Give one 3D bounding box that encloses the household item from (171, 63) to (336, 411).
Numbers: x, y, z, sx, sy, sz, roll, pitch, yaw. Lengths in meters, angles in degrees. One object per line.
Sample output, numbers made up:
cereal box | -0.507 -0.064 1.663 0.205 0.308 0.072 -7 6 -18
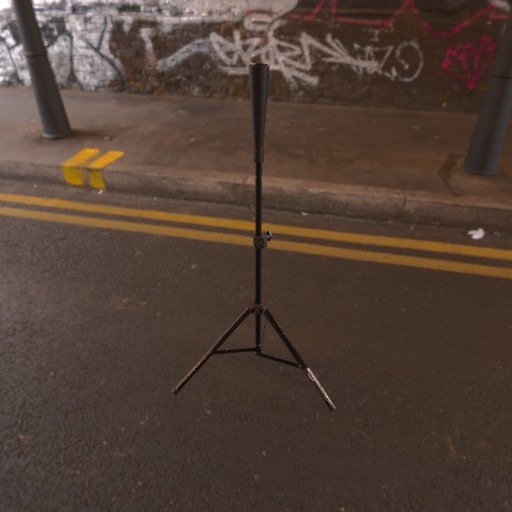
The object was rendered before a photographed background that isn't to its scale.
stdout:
household item | 0.000 0.000 1.355 0.559 1.067 0.559 -22 37 -31
